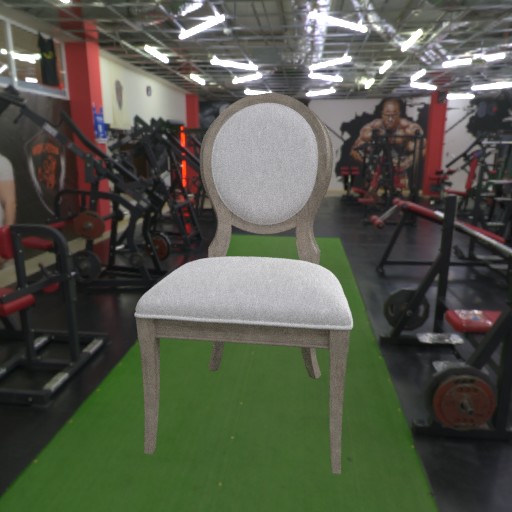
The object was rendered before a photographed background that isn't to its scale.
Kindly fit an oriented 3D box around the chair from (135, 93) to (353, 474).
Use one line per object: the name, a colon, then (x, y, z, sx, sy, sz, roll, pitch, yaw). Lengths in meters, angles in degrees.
chair: (0.000, 0.000, 1.347, 0.558, 0.990, 0.602, 2, 14, 8)
